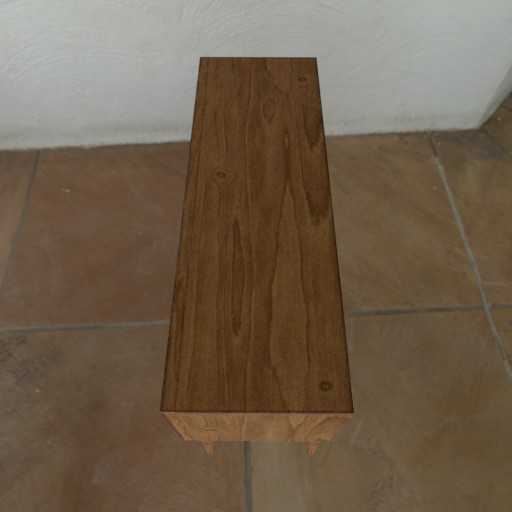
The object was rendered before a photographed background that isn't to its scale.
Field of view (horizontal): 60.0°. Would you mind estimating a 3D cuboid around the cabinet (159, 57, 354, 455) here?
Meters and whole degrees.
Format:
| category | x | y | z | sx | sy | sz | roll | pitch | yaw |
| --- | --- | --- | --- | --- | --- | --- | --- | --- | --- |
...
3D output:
| category | x | y | z | sx | sy | sz | roll | pitch | yaw |
| --- | --- | --- | --- | --- | --- | --- | --- | --- | --- |
| cabinet | 0.000 | 0.000 | 1.751 | 0.477 | 0.802 | 1.363 | 0 | 59 | 0 |
